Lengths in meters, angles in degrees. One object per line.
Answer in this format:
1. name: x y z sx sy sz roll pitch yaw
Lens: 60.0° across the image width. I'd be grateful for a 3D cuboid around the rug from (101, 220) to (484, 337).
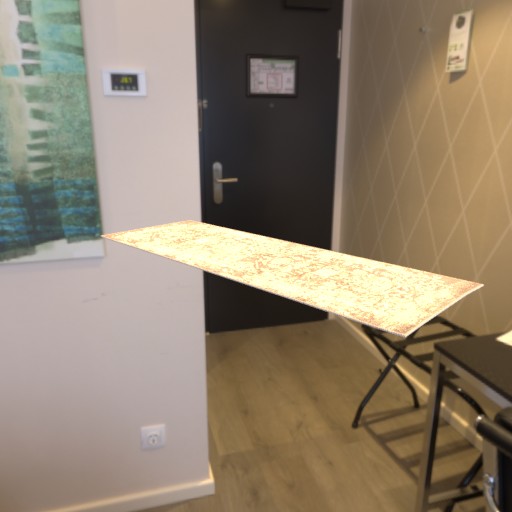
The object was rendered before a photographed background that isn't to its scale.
1. rug: 0.000 0.000 2.811 2.452 0.017 0.855 15 21 42
